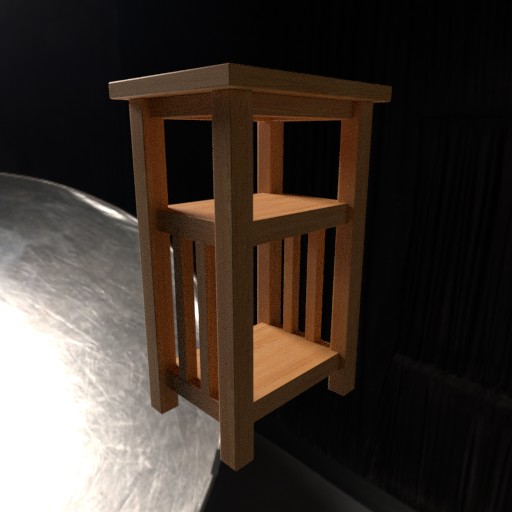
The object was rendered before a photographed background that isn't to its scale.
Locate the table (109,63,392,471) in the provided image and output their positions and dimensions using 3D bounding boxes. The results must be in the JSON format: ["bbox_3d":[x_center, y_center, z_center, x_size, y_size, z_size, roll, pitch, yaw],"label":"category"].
[{"bbox_3d":[0.000,0.000,0.759,0.350,0.550,0.270,-15,21,-43],"label":"table"}]
